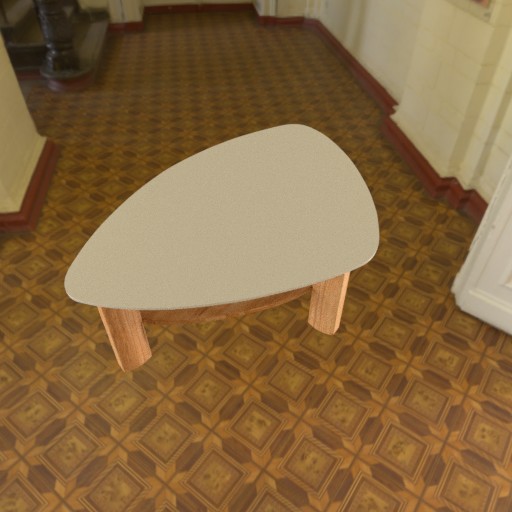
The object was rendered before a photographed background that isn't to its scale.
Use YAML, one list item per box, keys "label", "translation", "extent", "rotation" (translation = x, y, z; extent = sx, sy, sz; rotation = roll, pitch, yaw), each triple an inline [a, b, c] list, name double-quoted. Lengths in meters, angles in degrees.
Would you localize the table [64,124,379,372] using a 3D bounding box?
- label: "table"
  translation: [0.000, 0.000, 1.666]
  extent: [0.850, 0.440, 1.250]
  rotation: [26, 49, 26]
